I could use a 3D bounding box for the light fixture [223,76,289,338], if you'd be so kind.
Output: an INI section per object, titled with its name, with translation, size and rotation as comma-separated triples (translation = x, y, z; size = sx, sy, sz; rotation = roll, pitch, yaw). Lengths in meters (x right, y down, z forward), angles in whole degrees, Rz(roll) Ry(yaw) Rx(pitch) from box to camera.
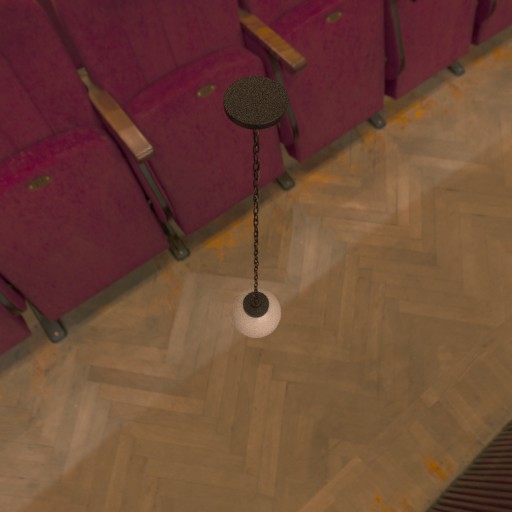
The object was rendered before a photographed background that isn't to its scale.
[light fixture]
translation = 0.000, 0.000, 2.001
size = 0.304, 1.867, 0.305
rotation = -34, 69, -15
